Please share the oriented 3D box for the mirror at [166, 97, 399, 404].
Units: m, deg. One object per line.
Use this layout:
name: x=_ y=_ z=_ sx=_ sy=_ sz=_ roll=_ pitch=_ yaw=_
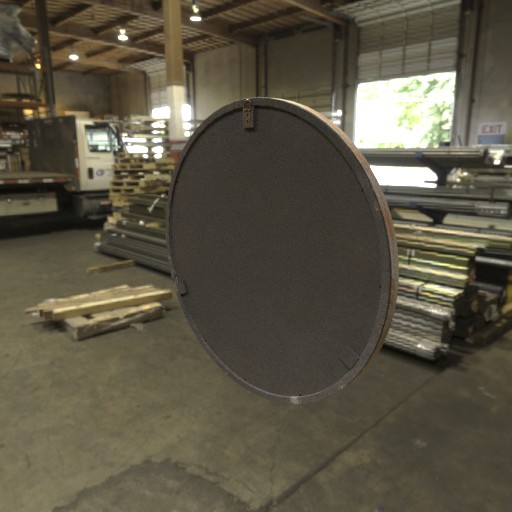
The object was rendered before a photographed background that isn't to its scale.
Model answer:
mirror: x=0.000 y=0.000 z=1.055 sx=0.710 sy=0.710 sz=0.038 roll=13 pitch=19 yaw=43
